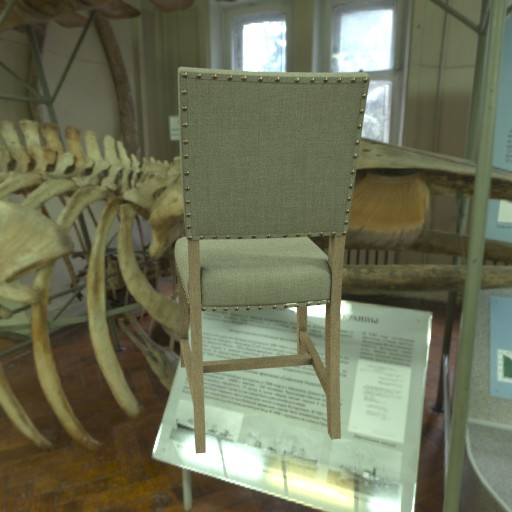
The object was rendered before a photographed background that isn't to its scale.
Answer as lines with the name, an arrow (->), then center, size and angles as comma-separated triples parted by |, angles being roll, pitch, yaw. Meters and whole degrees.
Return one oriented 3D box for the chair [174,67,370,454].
chair -> 0.000, 0.000, 1.370 | 0.508, 0.986, 0.622 | -2, 13, -9
